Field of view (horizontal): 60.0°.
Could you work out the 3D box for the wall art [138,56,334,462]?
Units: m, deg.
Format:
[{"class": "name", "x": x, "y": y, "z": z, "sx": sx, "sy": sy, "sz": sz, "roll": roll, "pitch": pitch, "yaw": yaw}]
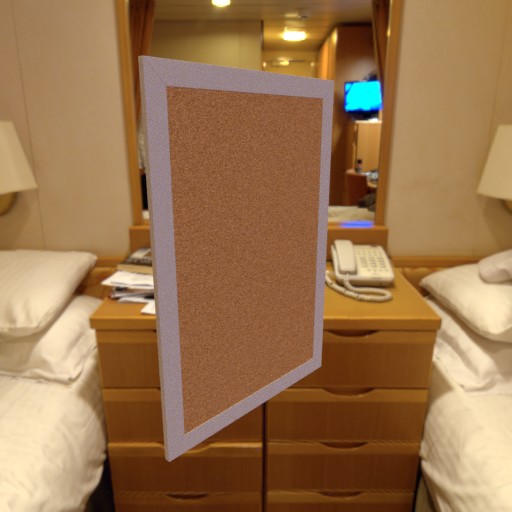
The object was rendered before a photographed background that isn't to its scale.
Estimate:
[{"class": "wall art", "x": 0.000, "y": 0.000, "z": 0.850, "sx": 0.011, "sy": 0.659, "sz": 0.454, "roll": 15, "pitch": 22, "yaw": 42}]
